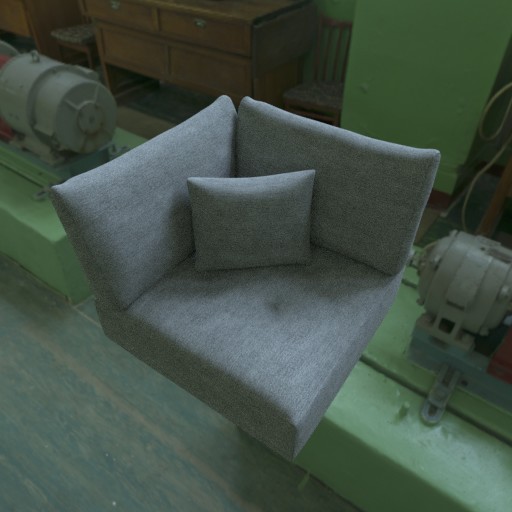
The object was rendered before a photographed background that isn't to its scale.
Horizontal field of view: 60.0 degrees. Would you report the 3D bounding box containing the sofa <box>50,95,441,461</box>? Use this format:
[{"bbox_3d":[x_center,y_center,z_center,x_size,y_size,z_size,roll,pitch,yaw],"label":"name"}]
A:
[{"bbox_3d":[0.000,0.000,1.780,1.000,0.820,1.000,25,48,25],"label":"sofa"}]
